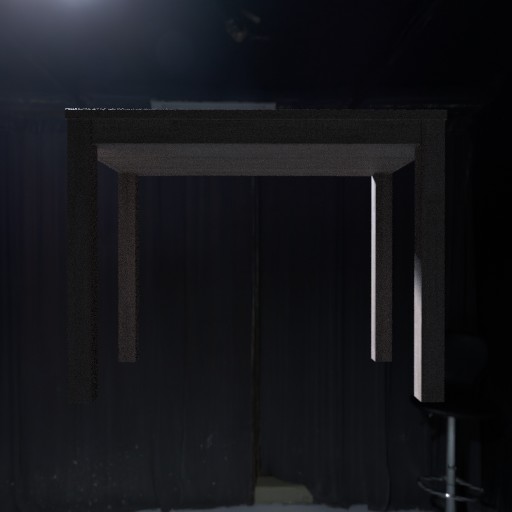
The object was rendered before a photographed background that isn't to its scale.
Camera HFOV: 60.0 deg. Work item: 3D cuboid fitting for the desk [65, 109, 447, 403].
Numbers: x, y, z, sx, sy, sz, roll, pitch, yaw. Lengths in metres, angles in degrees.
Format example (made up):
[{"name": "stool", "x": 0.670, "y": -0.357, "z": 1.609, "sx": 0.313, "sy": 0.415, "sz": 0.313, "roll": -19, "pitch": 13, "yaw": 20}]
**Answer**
[{"name": "desk", "x": 0.000, "y": 0.000, "z": 1.398, "sx": 0.991, "sy": 0.762, "sz": 0.495, "roll": 0, "pitch": 0, "yaw": 0}]
